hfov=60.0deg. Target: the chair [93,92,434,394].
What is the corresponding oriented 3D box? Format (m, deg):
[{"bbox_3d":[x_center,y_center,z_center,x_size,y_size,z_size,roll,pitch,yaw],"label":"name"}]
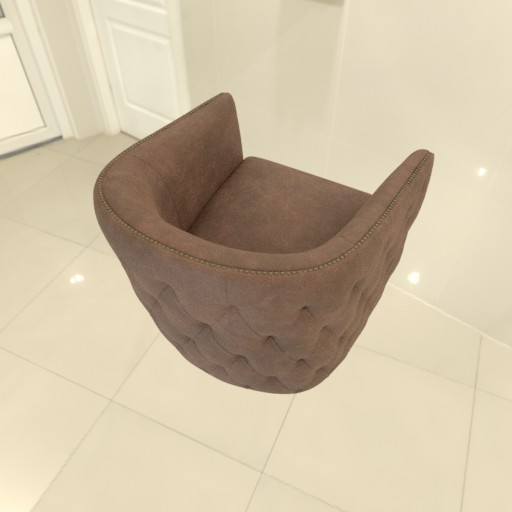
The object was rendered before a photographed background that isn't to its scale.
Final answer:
[{"bbox_3d":[0.000,0.000,1.523,0.850,0.790,0.870,24,50,21],"label":"chair"}]
